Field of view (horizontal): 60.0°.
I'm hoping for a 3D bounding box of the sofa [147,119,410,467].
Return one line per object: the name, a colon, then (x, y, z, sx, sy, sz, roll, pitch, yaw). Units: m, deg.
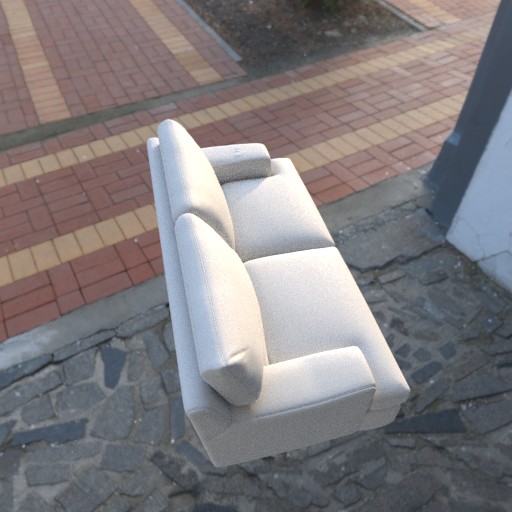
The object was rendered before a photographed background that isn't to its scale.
sofa: (0.000, 0.000, 2.864, 1.143, 0.940, 2.261, -10, 47, -9)
